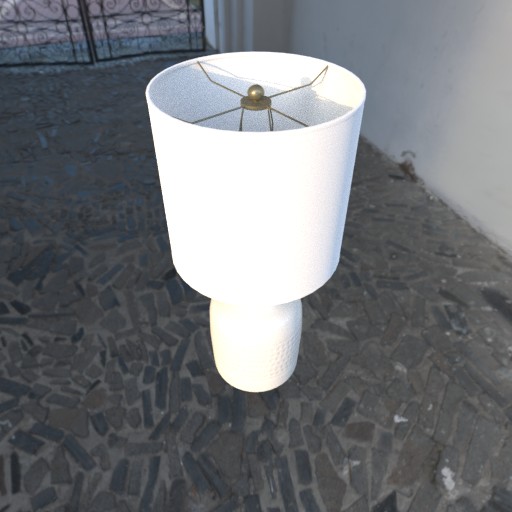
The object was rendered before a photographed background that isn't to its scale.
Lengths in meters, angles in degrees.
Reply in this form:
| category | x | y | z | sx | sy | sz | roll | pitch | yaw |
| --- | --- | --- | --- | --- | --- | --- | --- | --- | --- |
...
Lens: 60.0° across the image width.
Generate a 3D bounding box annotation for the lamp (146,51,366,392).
| category | x | y | z | sx | sy | sz | roll | pitch | yaw |
| --- | --- | --- | --- | --- | --- | --- | --- | --- | --- |
| lamp | 0.000 | 0.000 | 0.512 | 0.188 | 0.392 | 0.188 | -1 | 41 | -1 |
